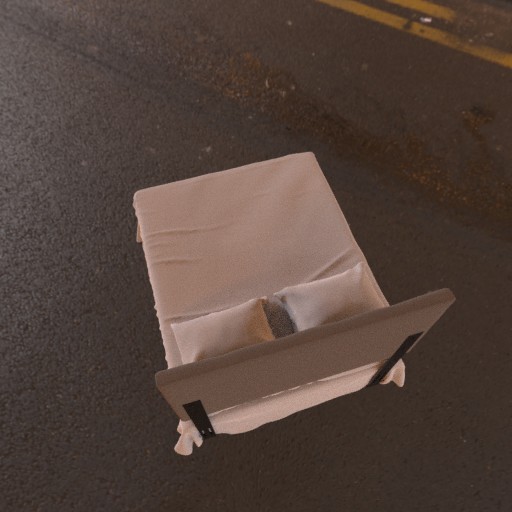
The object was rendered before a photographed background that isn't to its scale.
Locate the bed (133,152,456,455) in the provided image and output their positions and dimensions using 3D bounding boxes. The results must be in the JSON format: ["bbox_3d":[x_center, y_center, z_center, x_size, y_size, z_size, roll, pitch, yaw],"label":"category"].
[{"bbox_3d":[0.000,0.000,3.413,1.936,1.577,2.222,-15,60,-9],"label":"bed"}]
